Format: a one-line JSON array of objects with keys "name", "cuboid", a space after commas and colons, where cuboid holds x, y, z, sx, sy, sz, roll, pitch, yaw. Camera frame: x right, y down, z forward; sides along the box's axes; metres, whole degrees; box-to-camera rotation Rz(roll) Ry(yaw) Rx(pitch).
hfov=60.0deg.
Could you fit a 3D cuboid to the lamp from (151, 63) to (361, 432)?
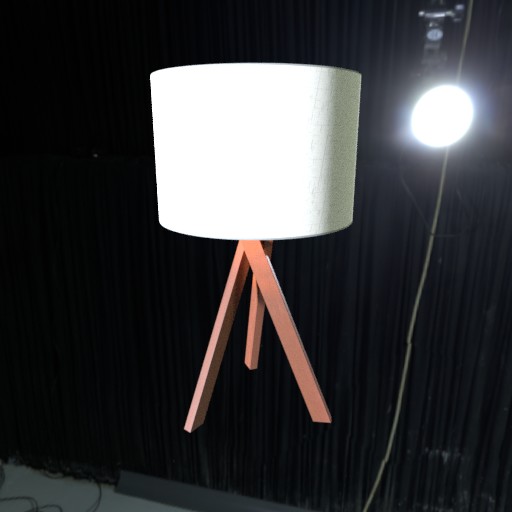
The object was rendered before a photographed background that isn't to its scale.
[{"name": "lamp", "cuboid": [0.000, 0.000, 0.913, 0.380, 0.686, 0.380, 3, 16, 9]}]
